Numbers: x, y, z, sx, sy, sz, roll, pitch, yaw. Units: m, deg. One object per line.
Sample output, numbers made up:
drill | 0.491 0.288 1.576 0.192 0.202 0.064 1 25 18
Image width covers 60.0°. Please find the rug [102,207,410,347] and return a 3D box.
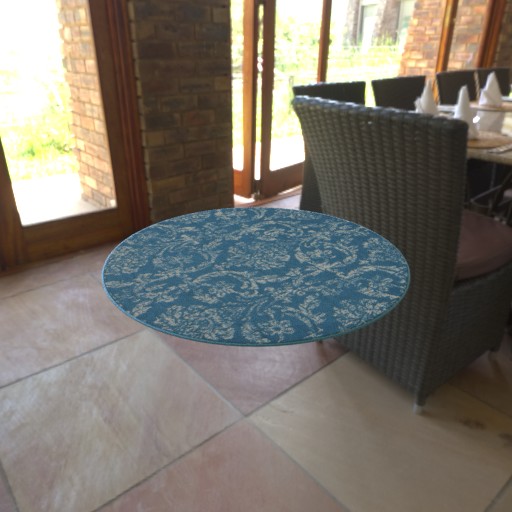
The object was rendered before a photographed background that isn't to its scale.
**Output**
rug | 0.000 0.000 2.395 1.593 0.012 1.593 0 25 0
